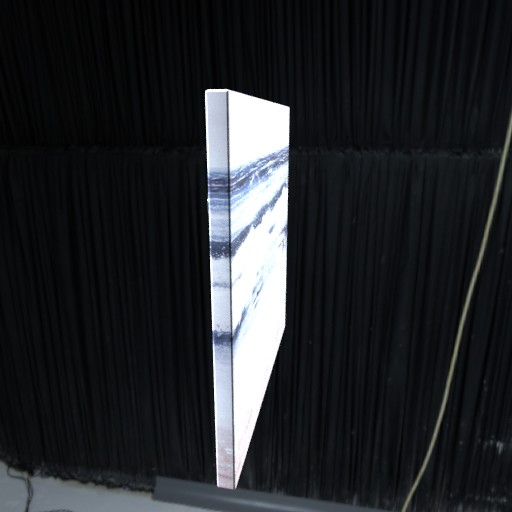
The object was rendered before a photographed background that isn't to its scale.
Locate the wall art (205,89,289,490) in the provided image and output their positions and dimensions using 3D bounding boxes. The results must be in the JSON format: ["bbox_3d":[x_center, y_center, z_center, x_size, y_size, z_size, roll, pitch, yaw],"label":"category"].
[{"bbox_3d":[0.000,0.000,1.132,0.065,0.747,0.755,3,17,11],"label":"wall art"}]
